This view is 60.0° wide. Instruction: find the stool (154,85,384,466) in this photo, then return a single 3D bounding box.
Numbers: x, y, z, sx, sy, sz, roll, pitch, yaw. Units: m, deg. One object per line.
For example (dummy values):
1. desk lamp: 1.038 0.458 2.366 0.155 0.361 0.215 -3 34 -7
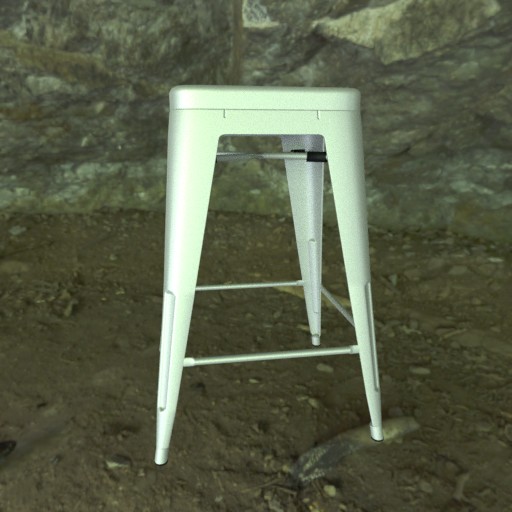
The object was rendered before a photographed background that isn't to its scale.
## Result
1. stool: 0.000 0.000 0.888 0.410 0.608 0.410 -2 15 -9
